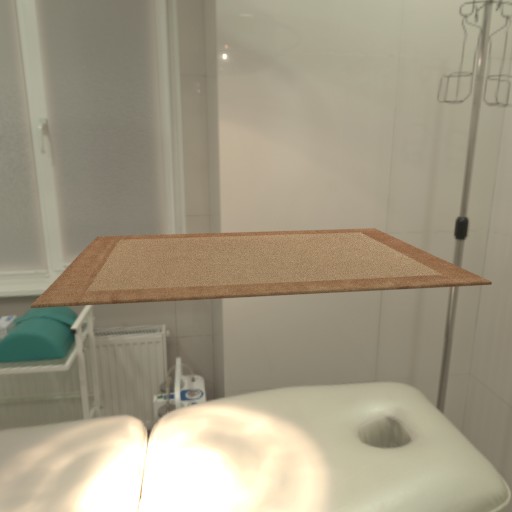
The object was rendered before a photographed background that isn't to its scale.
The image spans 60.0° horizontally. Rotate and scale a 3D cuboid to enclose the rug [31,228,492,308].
[{"bbox_3d":[0.000,0.000,2.314,1.829,0.014,1.219,-2,15,-8],"label":"rug"}]
